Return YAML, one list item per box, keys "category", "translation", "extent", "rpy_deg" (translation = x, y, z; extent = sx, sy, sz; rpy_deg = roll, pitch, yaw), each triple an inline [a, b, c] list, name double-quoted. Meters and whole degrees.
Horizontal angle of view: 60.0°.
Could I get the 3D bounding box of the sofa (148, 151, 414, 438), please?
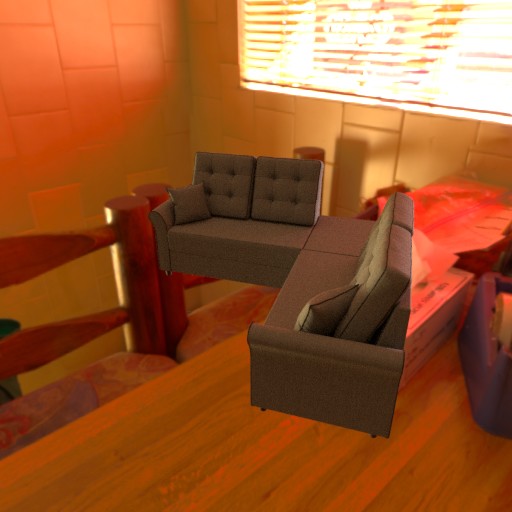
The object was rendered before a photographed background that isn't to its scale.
- category: "sofa"
  translation: [0.000, 0.000, 3.211]
  extent: [2.068, 0.988, 2.070]
  rpy_deg: [8, 28, 16]
